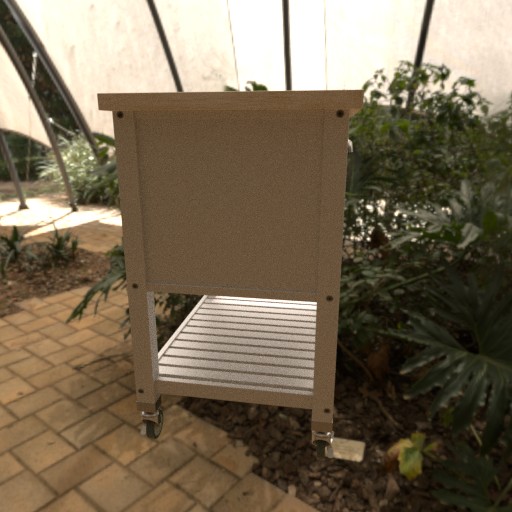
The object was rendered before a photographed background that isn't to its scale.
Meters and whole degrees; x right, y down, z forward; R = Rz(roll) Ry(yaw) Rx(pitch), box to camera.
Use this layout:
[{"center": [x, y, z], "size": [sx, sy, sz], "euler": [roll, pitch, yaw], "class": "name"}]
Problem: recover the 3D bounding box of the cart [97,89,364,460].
[{"center": [0.000, 0.000, 1.390], "size": [0.559, 0.914, 0.762], "euler": [3, 16, 10], "class": "cart"}]
